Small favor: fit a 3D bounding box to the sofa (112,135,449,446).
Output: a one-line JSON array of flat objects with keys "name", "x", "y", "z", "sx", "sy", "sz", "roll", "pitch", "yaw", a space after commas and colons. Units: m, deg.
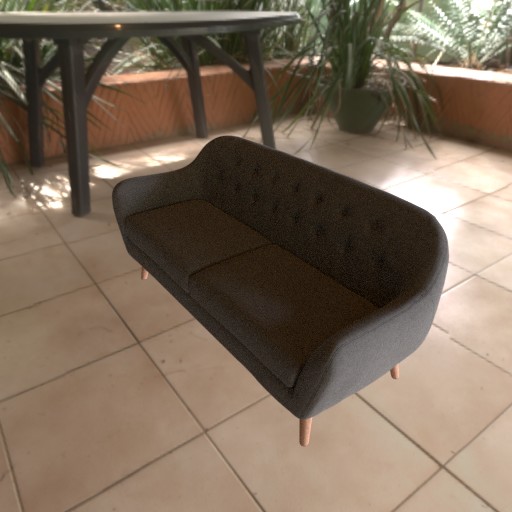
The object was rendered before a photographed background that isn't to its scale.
[{"name": "sofa", "x": 0.000, "y": 0.000, "z": 2.274, "sx": 0.820, "sy": 0.820, "sz": 1.840, "roll": -21, "pitch": 37, "yaw": -31}]
